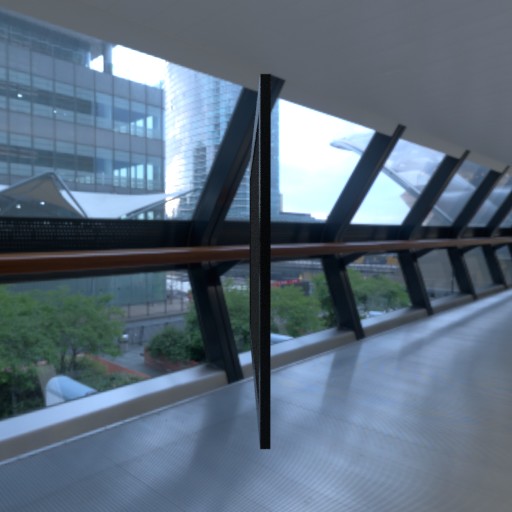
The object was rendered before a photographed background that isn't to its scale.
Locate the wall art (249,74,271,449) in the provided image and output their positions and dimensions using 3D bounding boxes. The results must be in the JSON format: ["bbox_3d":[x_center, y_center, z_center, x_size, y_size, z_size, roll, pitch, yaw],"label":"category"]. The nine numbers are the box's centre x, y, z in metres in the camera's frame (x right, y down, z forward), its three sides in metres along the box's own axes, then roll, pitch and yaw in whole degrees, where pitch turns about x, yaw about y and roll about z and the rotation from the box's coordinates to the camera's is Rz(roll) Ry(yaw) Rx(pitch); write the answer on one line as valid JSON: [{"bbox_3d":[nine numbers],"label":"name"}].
[{"bbox_3d":[0.000,0.000,0.857,0.013,0.447,0.660,0,2,-2],"label":"wall art"}]
